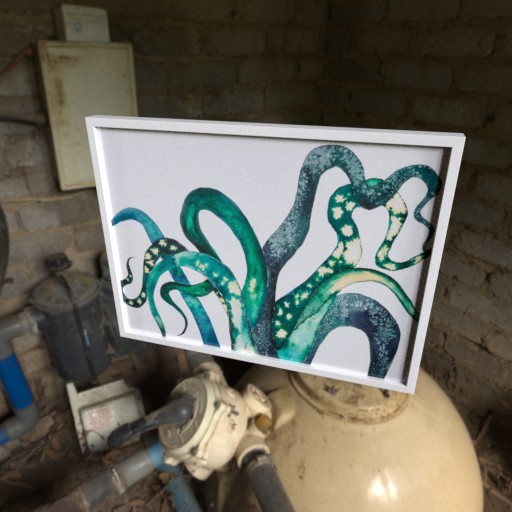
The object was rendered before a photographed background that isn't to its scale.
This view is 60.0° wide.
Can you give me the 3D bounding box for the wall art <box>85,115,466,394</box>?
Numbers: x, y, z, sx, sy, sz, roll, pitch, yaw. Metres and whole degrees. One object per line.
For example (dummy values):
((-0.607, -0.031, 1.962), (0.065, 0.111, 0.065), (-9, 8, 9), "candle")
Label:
((0.000, 0.000, 1.367), (1.041, 0.787, 0.053), (8, 27, 15), "wall art")
